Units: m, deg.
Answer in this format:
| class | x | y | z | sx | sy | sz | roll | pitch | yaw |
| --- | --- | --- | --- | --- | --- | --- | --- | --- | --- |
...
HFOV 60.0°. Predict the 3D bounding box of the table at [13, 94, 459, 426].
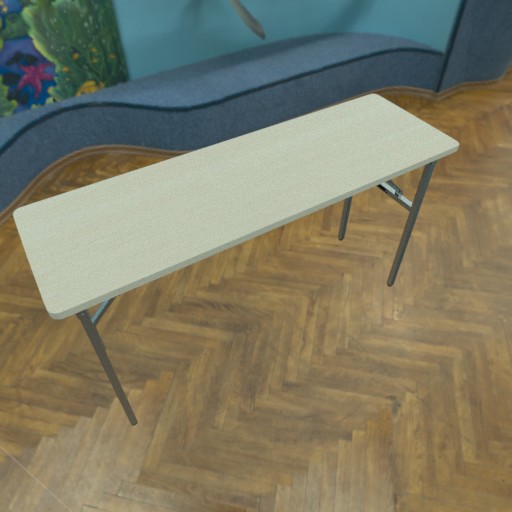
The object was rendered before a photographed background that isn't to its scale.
| class | x | y | z | sx | sy | sz | roll | pitch | yaw |
| --- | --- | --- | --- | --- | --- | --- | --- | --- | --- |
| table | 0.000 | 0.000 | 1.677 | 1.397 | 0.750 | 0.446 | -24 | 51 | -21 |
